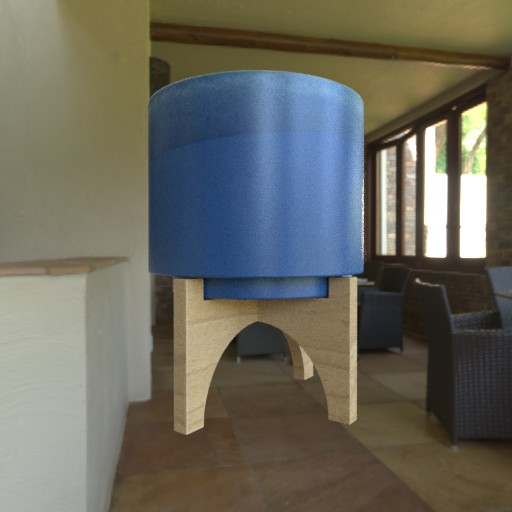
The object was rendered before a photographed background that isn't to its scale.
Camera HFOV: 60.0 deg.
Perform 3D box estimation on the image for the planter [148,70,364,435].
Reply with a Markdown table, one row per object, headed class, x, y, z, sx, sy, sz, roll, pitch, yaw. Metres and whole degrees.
| class | x | y | z | sx | sy | sz | roll | pitch | yaw |
| --- | --- | --- | --- | --- | --- | --- | --- | --- | --- |
| planter | 0.000 | 0.000 | 0.407 | 0.192 | 0.263 | 0.192 | 0 | 1 | 0 |
